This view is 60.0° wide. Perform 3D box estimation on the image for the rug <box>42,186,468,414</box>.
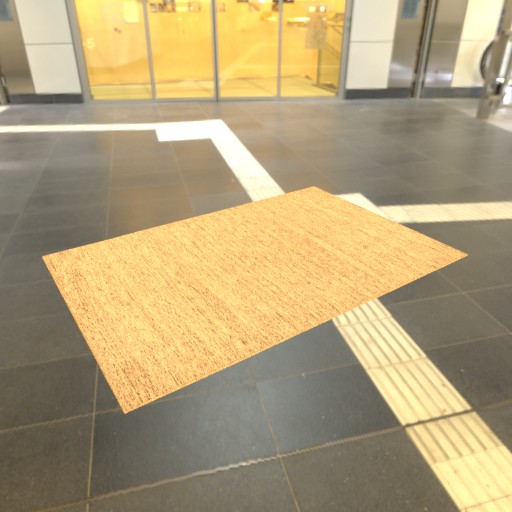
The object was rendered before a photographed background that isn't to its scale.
[{"bbox_3d":[0.000,0.000,2.299,1.840,0.013,1.225,-18,34,-29],"label":"rug"}]
